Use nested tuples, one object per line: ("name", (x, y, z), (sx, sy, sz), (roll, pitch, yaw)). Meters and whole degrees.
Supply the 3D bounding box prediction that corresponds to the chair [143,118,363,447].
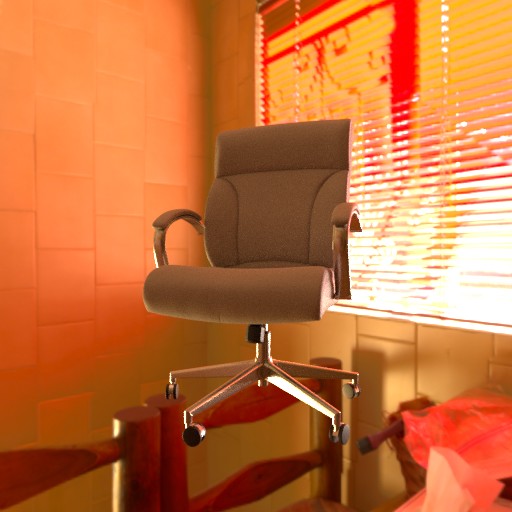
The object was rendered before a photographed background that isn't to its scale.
("chair", (0.000, 0.000, 1.603), (0.727, 1.099, 0.745), (0, 0, 20))
